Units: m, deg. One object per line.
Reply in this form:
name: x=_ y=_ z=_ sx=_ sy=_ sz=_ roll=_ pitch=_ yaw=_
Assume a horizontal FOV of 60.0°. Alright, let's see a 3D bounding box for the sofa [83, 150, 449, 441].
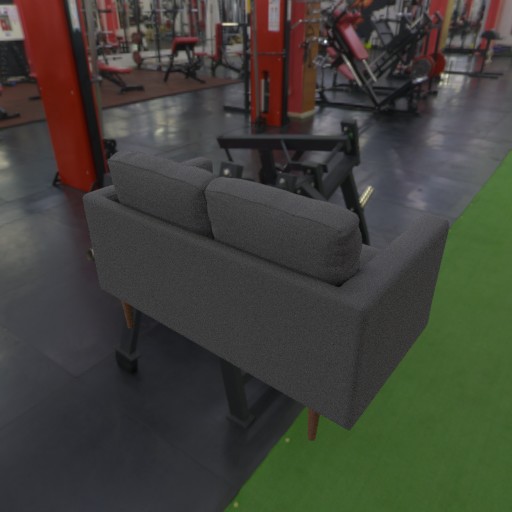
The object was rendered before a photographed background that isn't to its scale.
sofa: x=0.000 y=0.000 z=2.026 sx=1.430 sy=0.908 sz=0.796 roll=21 pitch=35 yaw=33
